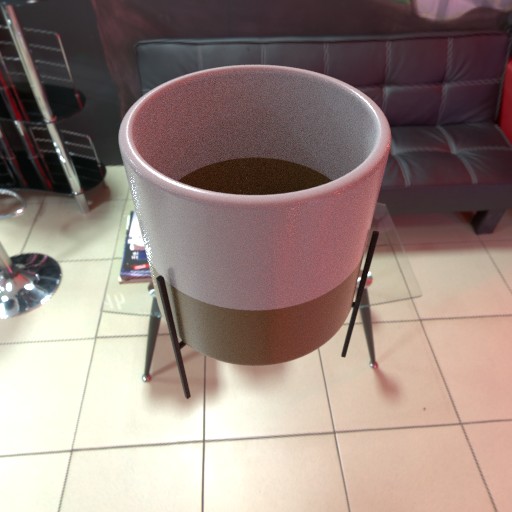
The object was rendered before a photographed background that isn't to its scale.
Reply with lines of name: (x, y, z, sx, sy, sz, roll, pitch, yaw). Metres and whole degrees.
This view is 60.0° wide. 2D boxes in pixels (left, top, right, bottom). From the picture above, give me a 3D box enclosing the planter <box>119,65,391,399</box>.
planter: (0.000, 0.000, 0.646, 0.310, 0.432, 0.310, 22, 50, 20)
